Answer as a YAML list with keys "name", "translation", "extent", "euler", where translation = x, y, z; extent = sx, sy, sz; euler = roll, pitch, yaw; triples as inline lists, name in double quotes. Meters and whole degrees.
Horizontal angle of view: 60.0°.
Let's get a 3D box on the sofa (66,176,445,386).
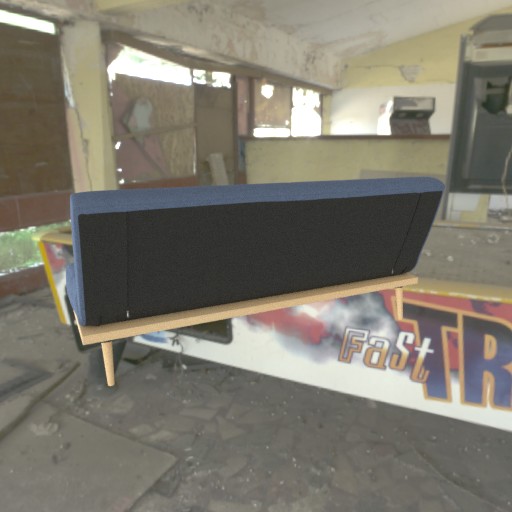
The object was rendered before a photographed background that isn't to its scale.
- name: "sofa"
  translation: [0.000, 0.000, 2.290]
  extent: [1.800, 0.800, 0.796]
  euler: [-7, 16, -26]
